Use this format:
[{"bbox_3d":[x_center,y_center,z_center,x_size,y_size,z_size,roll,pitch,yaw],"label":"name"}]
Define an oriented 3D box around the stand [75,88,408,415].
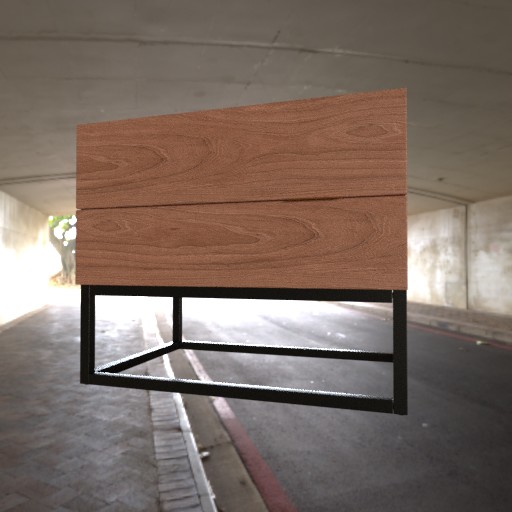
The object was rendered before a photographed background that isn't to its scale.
[{"bbox_3d":[0.000,0.000,0.942,0.600,0.500,0.420,0,-1,17],"label":"stand"}]
